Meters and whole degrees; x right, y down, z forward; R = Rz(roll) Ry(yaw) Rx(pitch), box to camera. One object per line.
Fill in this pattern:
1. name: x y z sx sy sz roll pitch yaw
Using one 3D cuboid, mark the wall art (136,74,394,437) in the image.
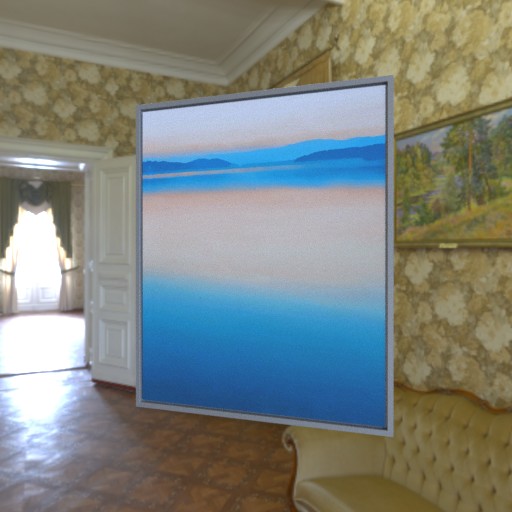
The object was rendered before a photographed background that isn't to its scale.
1. wall art: 0.000 0.000 0.764 0.453 0.554 0.037 0 0 18
